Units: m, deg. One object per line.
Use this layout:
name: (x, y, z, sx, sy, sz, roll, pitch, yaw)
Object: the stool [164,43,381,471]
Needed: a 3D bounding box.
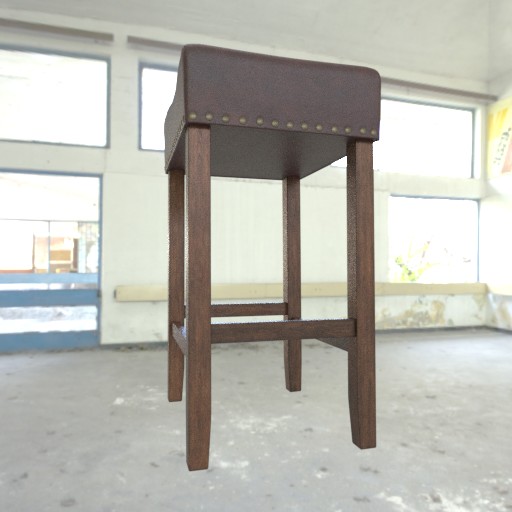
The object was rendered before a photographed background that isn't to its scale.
stool: (0.000, 0.000, 1.046, 0.401, 0.769, 0.465, 0, -1, -16)
